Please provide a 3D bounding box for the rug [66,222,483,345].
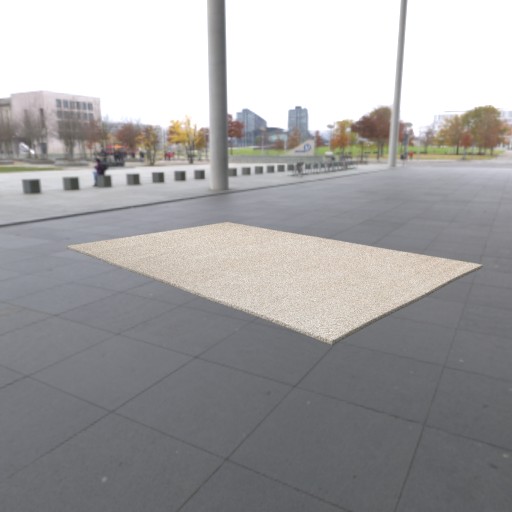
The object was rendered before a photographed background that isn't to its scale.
[{"bbox_3d":[0.000,0.000,3.413,2.699,0.025,1.800,13,19,43],"label":"rug"}]
